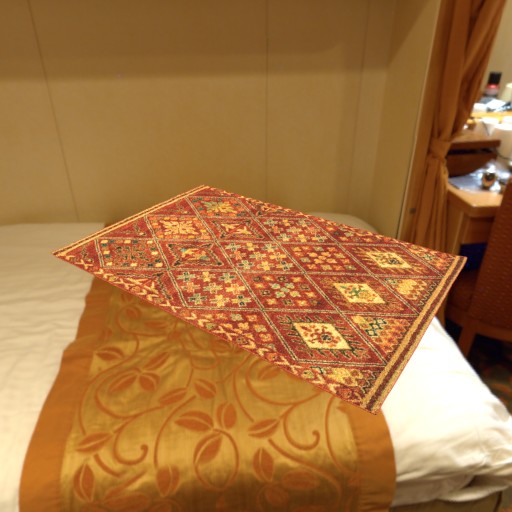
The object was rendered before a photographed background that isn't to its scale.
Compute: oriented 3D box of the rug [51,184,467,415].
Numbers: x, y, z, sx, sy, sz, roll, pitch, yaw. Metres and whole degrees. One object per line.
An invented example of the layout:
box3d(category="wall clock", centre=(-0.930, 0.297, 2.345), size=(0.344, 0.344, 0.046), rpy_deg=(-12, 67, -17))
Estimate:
box3d(category="rug", centre=(0.000, 0.000, 2.908), size=(2.286, 0.026, 1.521), rpy_deg=(20, 36, 30))
